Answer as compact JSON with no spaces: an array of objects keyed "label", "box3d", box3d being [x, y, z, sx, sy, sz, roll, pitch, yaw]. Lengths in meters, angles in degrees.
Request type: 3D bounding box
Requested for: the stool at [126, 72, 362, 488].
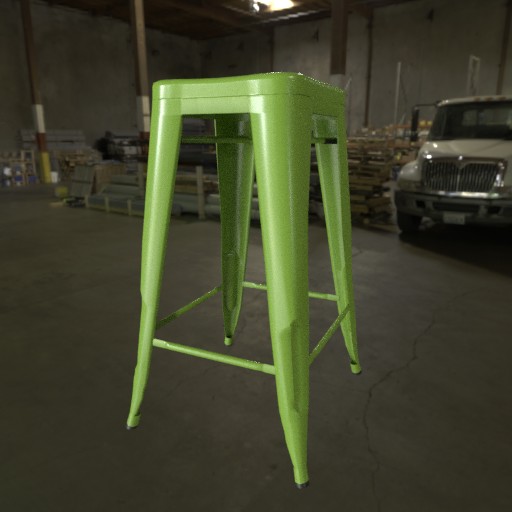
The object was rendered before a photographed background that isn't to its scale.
[{"label":"stool","box3d":[0.000,0.000,0.844,0.358,0.609,0.398,7,16,25]}]
